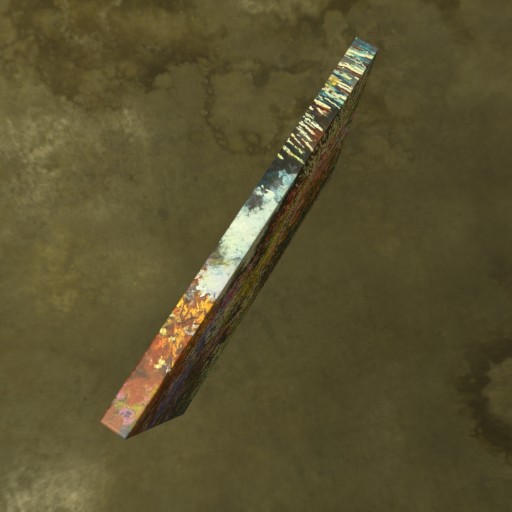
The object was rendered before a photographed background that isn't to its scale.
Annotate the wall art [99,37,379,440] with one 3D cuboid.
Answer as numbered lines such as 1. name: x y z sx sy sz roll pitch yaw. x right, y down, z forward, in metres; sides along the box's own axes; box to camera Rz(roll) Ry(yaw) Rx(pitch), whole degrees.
1. wall art: 0.000 0.000 0.759 0.037 0.406 0.610 31 76 8
